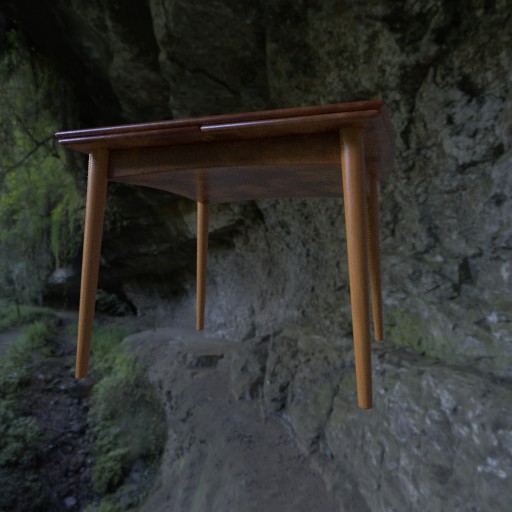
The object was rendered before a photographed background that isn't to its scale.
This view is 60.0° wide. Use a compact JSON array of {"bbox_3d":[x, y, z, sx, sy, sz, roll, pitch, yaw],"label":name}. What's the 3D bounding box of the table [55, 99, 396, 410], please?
[{"bbox_3d":[0.000,0.000,1.650,0.991,0.754,0.991,0,1,18],"label":"table"}]
